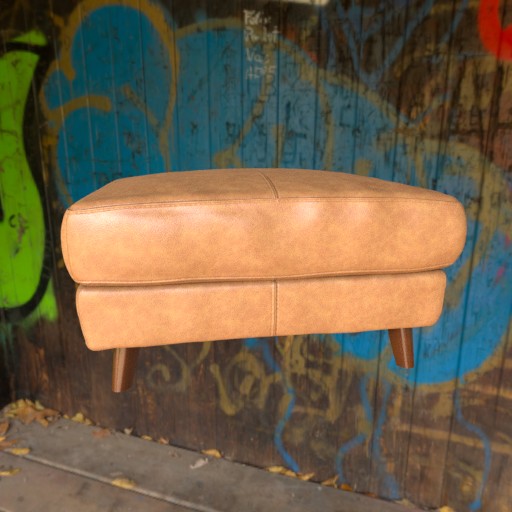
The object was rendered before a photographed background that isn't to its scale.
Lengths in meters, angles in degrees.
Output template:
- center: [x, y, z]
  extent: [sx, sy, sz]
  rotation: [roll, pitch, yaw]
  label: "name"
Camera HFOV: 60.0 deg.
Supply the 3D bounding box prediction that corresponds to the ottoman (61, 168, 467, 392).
- center: [0.000, 0.000, 1.206]
  extent: [0.869, 0.461, 0.630]
  rotation: [-2, 15, -9]
  label: "ottoman"
